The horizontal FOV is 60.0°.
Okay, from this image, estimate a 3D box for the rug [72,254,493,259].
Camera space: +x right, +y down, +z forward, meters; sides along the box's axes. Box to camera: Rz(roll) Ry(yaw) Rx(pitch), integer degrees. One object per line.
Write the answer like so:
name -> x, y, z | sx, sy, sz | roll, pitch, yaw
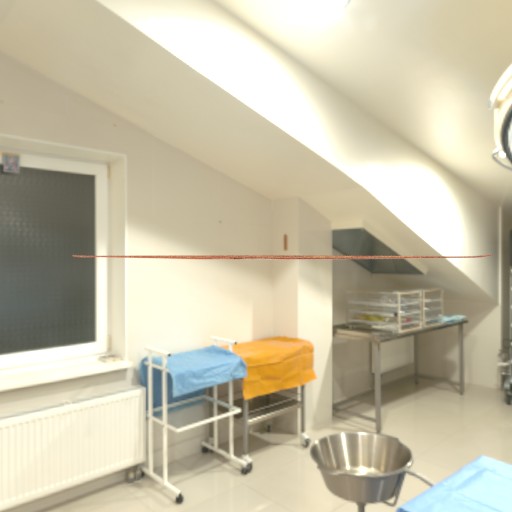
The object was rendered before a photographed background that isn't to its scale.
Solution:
rug -> 0.000, 0.000, 4.081 | 2.489, 0.030, 3.086 | 0, 0, -36
